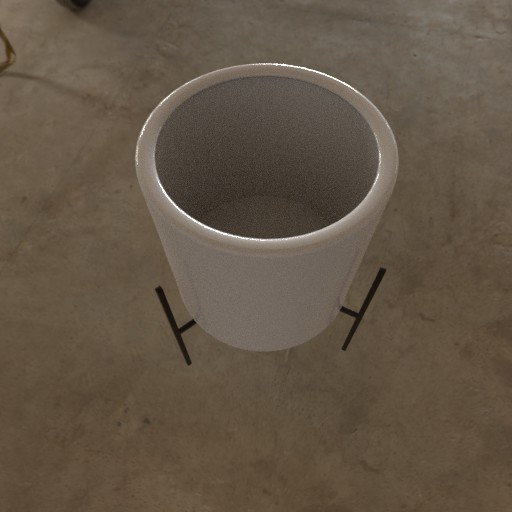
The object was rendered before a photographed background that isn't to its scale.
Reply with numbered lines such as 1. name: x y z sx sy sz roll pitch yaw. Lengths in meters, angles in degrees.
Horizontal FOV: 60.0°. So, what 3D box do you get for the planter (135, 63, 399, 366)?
1. planter: 0.000 0.000 0.651 0.308 0.431 0.307 -34 64 -19
